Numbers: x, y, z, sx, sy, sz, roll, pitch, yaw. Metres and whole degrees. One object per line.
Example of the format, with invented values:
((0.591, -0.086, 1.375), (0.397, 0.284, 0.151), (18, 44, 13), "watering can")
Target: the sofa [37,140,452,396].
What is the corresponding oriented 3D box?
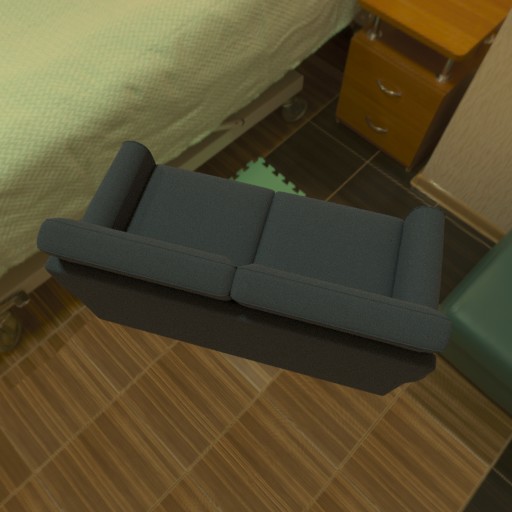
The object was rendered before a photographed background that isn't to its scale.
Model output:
((0.000, 0.000, 2.449), (1.930, 1.020, 0.940), (14, 65, 7), "sofa")
